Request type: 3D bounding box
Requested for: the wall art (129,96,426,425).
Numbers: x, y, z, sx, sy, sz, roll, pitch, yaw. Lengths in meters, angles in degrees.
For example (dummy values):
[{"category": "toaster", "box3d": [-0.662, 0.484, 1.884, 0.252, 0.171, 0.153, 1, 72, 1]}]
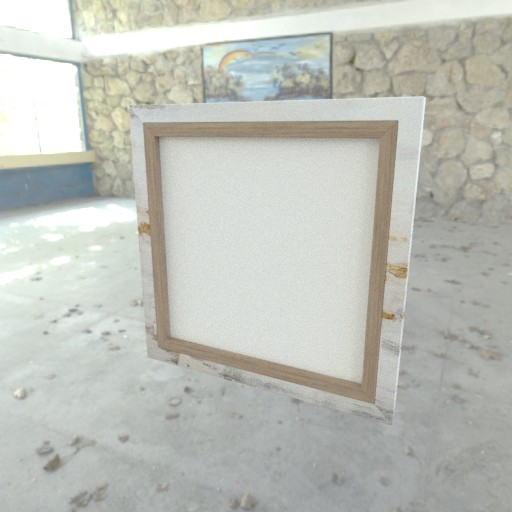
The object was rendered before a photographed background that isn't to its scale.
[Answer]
[{"category": "wall art", "box3d": [0.000, 0.000, 1.548, 1.015, 1.018, 0.040, 8, 18, 25]}]
